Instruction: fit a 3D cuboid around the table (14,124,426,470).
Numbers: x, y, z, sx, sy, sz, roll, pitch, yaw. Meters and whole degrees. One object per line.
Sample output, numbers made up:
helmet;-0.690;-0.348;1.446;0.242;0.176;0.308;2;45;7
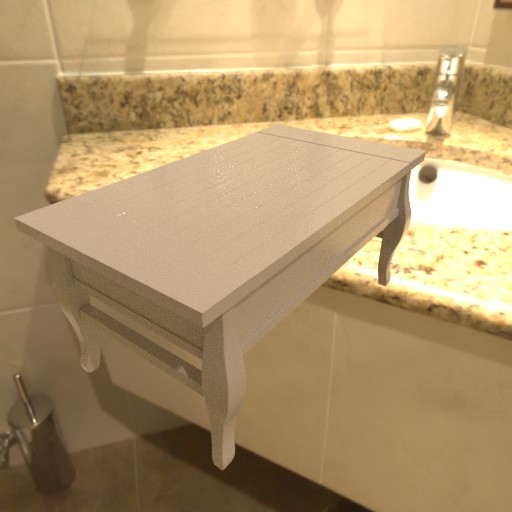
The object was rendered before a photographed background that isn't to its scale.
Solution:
table;0.000;0.000;1.351;0.600;0.495;1.062;21;36;31
